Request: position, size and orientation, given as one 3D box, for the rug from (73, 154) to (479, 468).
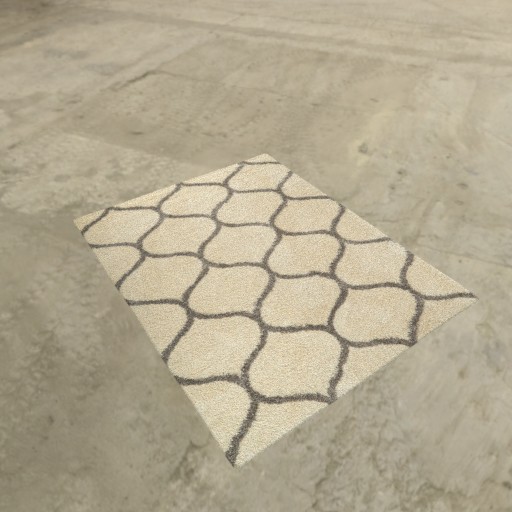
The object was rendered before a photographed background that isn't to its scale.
[{"bbox_3d":[0.000,0.000,4.040,2.399,0.026,3.000,-25,47,-26],"label":"rug"}]
